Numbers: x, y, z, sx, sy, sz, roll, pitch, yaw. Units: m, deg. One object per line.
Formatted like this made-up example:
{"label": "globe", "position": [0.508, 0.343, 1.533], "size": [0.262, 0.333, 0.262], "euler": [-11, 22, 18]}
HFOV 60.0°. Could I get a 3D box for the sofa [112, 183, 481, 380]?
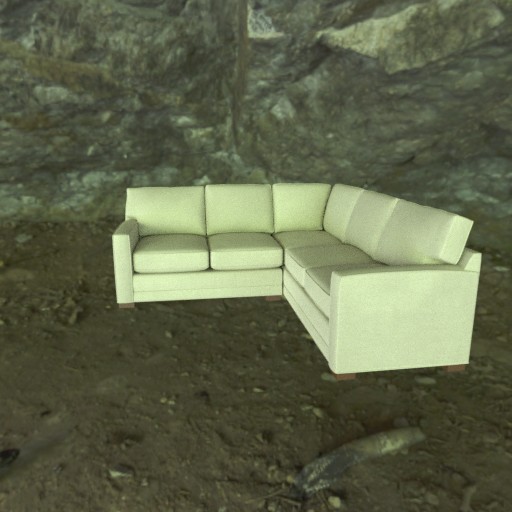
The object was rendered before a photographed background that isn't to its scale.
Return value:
{"label": "sofa", "position": [0.000, 0.000, 3.355], "size": [2.182, 0.939, 2.189], "euler": [-2, 14, -8]}
